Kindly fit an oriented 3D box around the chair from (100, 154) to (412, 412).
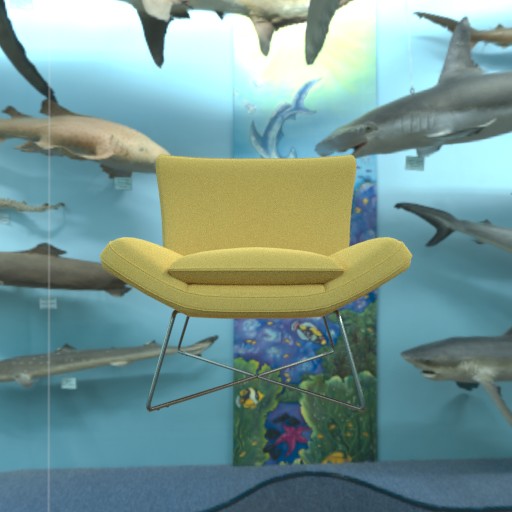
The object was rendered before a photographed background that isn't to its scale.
[{"bbox_3d":[0.000,0.000,1.666,0.859,0.855,1.008,0,0,0],"label":"chair"}]
